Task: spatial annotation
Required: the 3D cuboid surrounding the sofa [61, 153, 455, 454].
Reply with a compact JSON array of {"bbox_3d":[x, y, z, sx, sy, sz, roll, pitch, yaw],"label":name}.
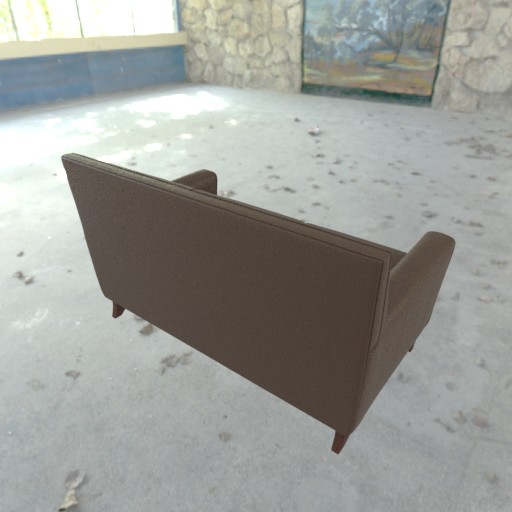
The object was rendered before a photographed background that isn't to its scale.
[{"bbox_3d":[0.000,0.000,1.996,1.468,0.859,0.853,21,35,33],"label":"sofa"}]
